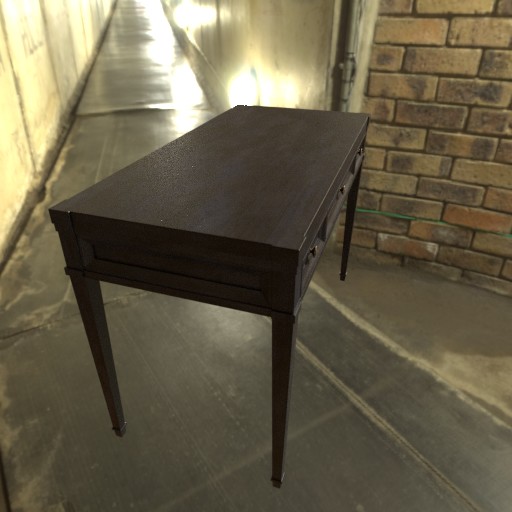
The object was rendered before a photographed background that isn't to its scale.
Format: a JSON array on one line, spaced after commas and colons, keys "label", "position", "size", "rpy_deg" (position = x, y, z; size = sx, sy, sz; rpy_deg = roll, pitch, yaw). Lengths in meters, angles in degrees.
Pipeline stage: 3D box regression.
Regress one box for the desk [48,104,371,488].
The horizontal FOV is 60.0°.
[{"label": "desk", "position": [0.000, 0.000, 1.734], "size": [0.630, 0.861, 1.289], "rpy_deg": [10, 32, 16]}]
